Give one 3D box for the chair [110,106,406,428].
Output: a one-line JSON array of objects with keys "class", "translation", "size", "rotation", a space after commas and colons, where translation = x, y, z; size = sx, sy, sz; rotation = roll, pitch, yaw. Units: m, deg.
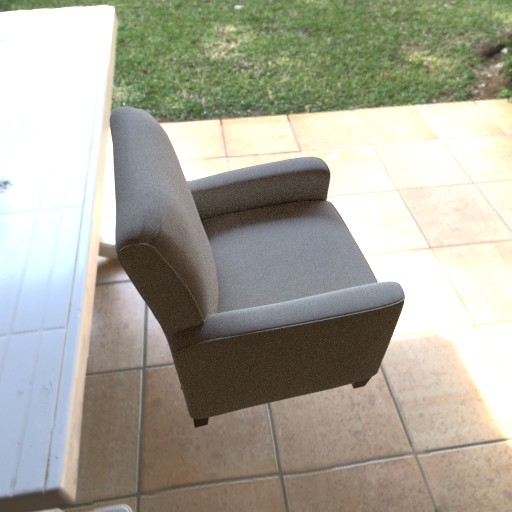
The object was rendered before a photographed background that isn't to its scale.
[{"class": "chair", "translation": [0.000, 0.000, 1.672], "size": [0.859, 1.023, 0.845], "rotation": [-11, 48, -10]}]
